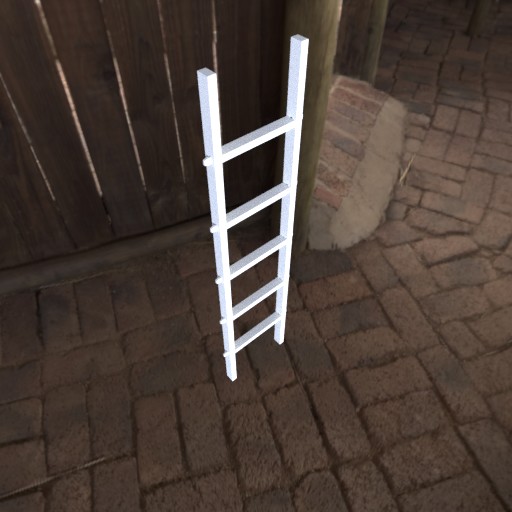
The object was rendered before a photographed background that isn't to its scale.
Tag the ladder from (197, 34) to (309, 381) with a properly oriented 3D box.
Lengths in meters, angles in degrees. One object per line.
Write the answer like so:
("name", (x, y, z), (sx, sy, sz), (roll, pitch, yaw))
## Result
("ladder", (0.000, 0.000, 1.998), (0.452, 1.797, 0.051), (-32, 55, -26))
